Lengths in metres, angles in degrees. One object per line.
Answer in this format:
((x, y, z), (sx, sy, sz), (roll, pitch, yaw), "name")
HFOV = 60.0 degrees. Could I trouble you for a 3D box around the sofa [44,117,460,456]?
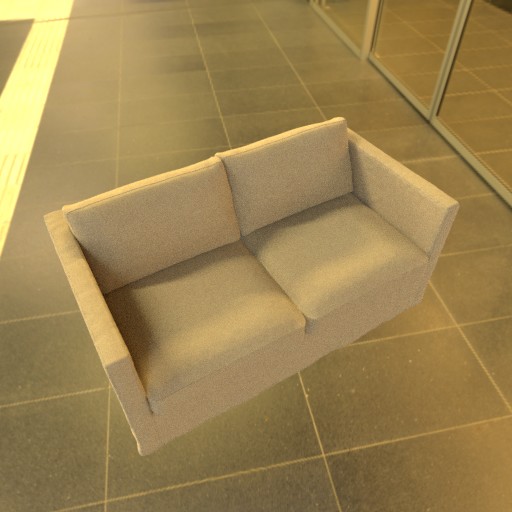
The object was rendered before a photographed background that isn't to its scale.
((0.000, 0.000, 2.223), (1.719, 0.835, 0.962), (-23, 49, -21), "sofa")
